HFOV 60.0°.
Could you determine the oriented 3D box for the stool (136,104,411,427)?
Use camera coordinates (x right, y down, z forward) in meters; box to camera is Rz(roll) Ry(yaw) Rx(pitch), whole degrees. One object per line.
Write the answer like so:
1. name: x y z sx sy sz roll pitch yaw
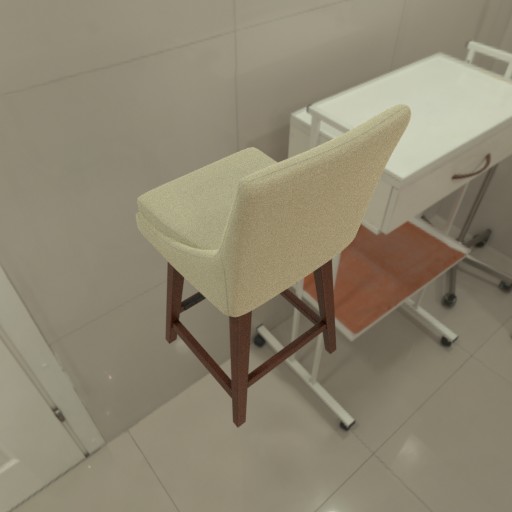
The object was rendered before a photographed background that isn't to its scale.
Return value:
1. stool: 0.000 0.000 1.301 0.469 0.991 0.559 -30 52 -27
